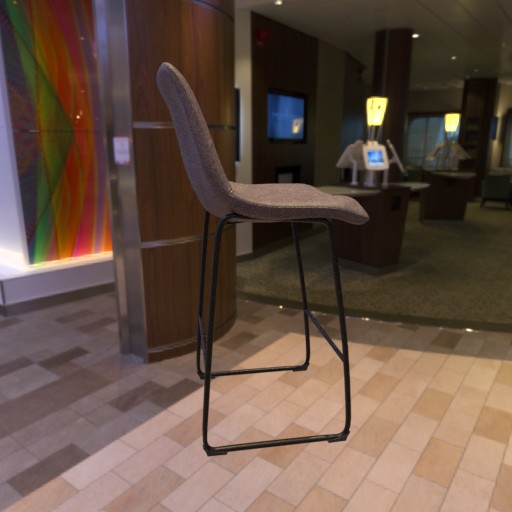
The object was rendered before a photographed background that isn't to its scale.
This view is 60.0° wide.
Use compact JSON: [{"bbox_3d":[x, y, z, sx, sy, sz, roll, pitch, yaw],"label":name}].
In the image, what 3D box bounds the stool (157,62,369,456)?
[{"bbox_3d":[0.000,0.000,1.410,0.561,1.082,0.514,-2,15,-9],"label":"stool"}]
